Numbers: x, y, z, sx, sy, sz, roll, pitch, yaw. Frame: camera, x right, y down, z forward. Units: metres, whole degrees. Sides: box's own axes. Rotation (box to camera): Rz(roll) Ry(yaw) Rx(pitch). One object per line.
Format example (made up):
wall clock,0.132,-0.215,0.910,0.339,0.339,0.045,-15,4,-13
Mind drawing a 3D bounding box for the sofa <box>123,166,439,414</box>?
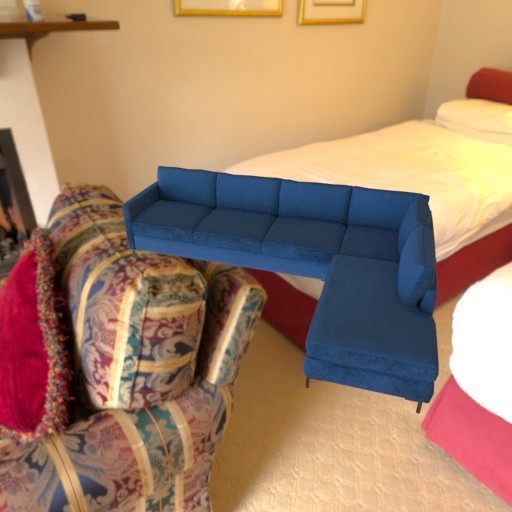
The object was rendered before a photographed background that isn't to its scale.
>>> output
sofa,0.000,0.000,3.256,2.486,0.687,1.707,9,31,15
